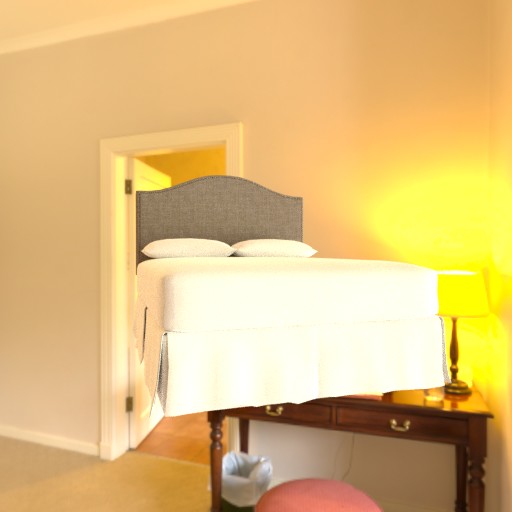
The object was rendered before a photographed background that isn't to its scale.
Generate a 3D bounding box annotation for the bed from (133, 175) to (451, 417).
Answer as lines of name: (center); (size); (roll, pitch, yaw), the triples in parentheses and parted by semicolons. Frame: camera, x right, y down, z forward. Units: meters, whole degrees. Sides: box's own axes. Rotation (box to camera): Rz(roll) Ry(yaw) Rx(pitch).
bed: (0.000, 0.000, 3.279); (1.713, 1.518, 2.153); (0, 1, -18)
